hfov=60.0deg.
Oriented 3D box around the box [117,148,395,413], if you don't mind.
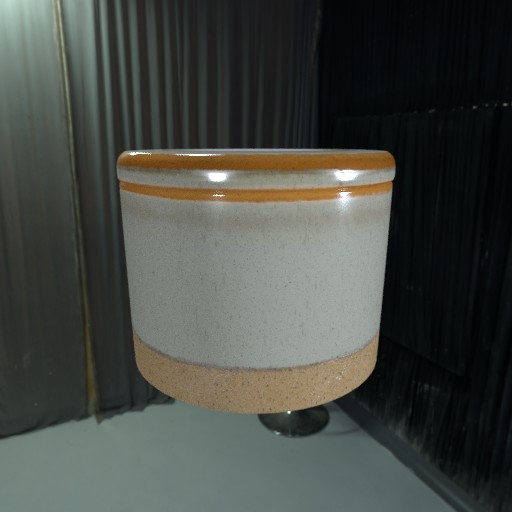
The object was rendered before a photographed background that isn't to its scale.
[{"bbox_3d":[0.000,0.000,0.215,0.123,0.100,0.123,0,14,0],"label":"box"}]
